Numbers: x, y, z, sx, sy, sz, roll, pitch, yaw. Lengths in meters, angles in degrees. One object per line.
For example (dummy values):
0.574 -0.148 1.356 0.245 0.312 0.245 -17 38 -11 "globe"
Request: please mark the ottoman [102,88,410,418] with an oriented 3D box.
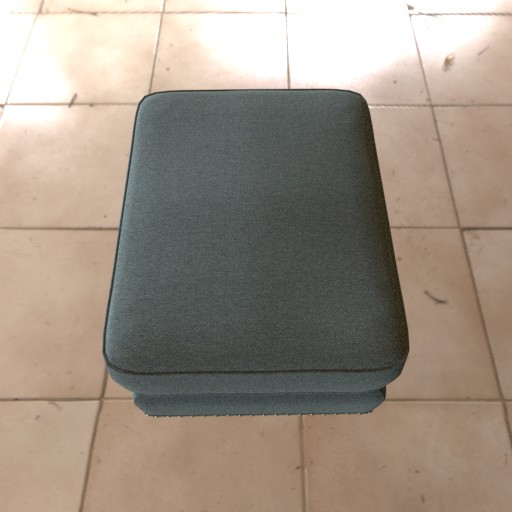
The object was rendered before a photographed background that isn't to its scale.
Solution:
0.000 0.000 1.130 0.589 0.537 0.738 -1 63 0 "ottoman"
